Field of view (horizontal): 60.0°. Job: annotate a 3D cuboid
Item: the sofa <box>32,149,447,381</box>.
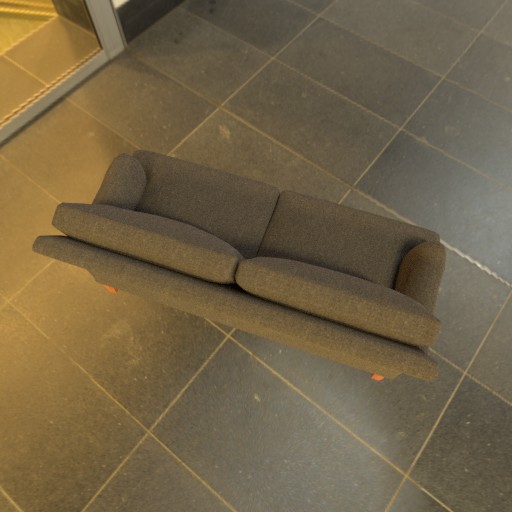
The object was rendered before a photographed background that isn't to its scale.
[{"bbox_3d":[0.000,0.000,2.761,2.160,1.054,1.087,17,65,8],"label":"sofa"}]
